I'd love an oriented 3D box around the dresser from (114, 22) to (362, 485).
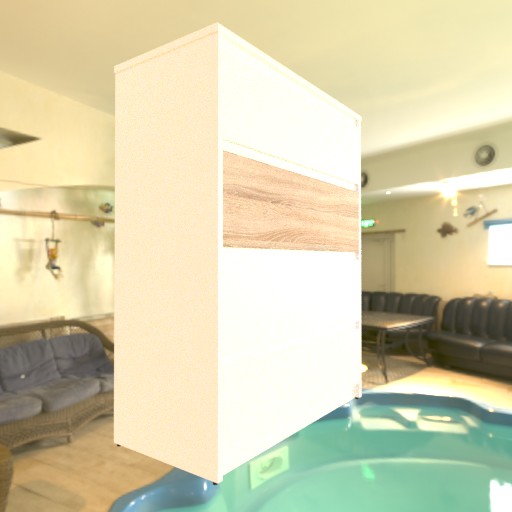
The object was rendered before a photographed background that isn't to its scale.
[{"bbox_3d":[0.000,0.000,1.423,0.380,1.040,0.800,-1,-1,36],"label":"dresser"}]
